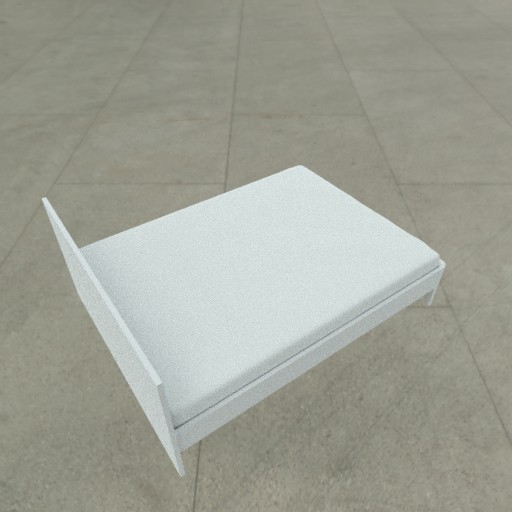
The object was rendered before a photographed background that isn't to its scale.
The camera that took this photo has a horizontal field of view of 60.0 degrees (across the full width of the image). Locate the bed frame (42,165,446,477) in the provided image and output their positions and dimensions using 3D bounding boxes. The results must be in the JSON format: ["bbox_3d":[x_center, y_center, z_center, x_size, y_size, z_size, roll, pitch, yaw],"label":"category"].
[{"bbox_3d":[0.000,0.000,2.768,1.950,0.800,1.490,-25,47,-26],"label":"bed frame"}]
